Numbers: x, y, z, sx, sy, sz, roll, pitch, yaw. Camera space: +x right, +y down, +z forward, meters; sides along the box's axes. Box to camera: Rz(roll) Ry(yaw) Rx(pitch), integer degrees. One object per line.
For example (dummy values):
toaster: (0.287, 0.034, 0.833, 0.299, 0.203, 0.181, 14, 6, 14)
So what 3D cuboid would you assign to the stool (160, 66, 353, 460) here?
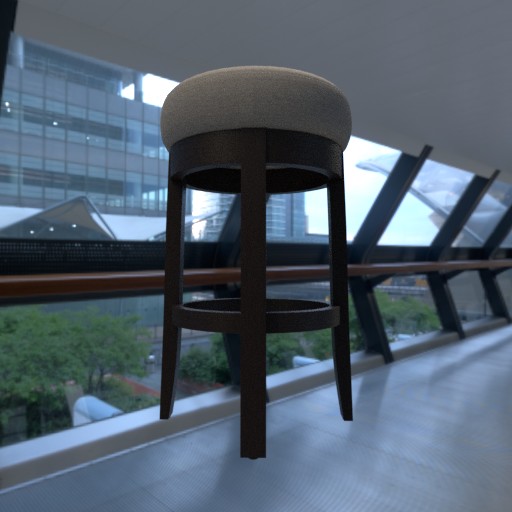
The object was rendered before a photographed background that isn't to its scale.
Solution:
stool: (0.000, 0.000, 1.041, 0.443, 0.757, 0.443, 0, -1, 0)
